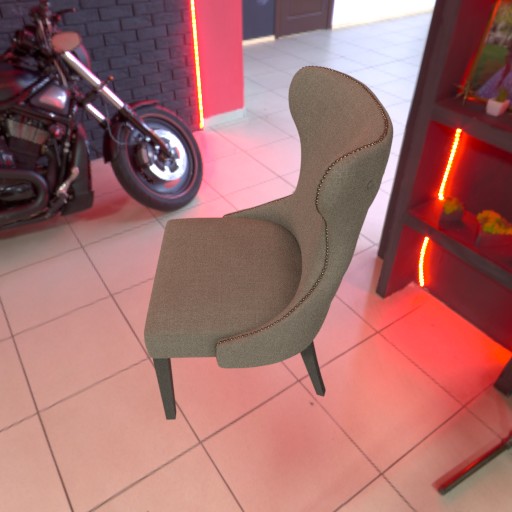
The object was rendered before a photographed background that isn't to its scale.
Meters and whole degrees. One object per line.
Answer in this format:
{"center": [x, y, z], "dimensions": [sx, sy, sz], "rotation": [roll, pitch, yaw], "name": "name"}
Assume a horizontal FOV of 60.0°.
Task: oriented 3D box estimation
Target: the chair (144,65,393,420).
{"center": [0.000, 0.000, 1.365], "dimensions": [0.635, 0.967, 0.628], "rotation": [-1, 40, -2], "name": "chair"}
